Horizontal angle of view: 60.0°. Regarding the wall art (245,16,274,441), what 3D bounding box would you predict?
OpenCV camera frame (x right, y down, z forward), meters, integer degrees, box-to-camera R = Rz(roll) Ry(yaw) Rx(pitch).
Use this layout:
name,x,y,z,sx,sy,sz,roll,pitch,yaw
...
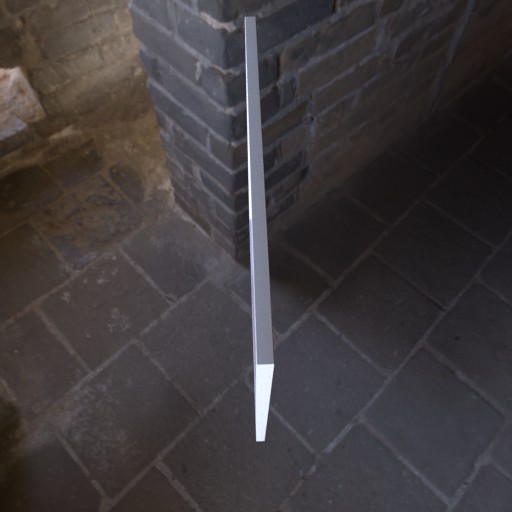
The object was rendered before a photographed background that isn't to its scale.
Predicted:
name,x,y,z,sx,sy,sz,roll,pitch,yaw
wall art,0.000,0.000,0.959,0.020,0.661,0.664,-2,60,-1
